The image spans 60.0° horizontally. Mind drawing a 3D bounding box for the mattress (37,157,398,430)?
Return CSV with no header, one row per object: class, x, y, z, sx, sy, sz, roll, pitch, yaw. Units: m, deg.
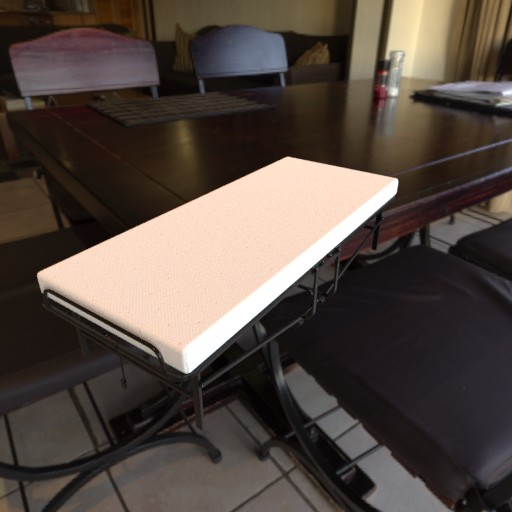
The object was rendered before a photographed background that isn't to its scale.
mattress,0.000,0.000,2.564,0.922,0.519,2.153,19,35,30
